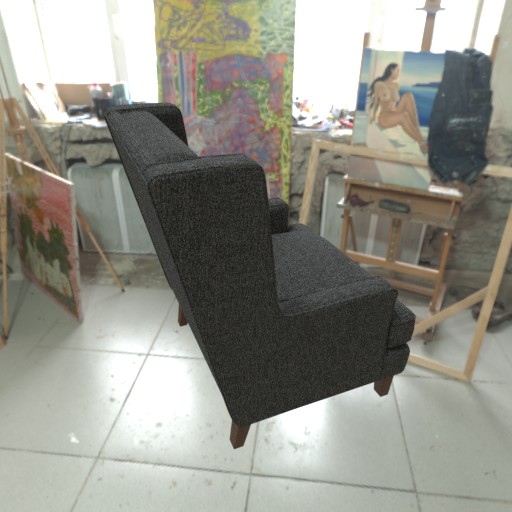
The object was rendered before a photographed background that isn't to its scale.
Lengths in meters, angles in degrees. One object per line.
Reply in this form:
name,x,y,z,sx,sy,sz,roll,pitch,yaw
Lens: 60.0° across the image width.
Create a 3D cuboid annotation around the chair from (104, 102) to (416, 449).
chair,0.000,0.000,1.789,0.927,1.082,0.942,-11,31,-20
